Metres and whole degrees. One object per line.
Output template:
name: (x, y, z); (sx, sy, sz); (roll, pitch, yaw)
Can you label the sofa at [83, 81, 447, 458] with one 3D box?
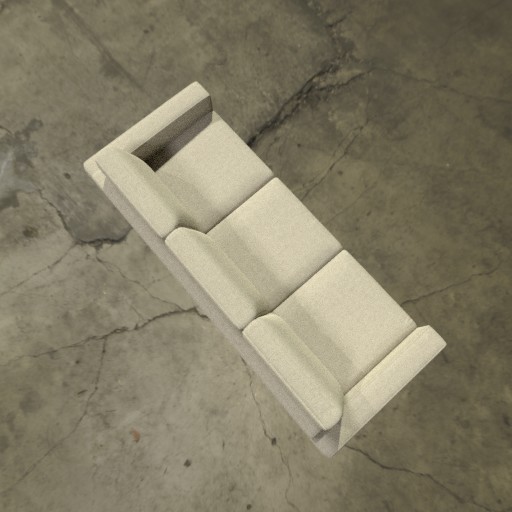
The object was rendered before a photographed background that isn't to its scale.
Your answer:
sofa: (0.000, 0.000, 2.652); (0.900, 0.800, 2.160); (-40, 79, -9)
